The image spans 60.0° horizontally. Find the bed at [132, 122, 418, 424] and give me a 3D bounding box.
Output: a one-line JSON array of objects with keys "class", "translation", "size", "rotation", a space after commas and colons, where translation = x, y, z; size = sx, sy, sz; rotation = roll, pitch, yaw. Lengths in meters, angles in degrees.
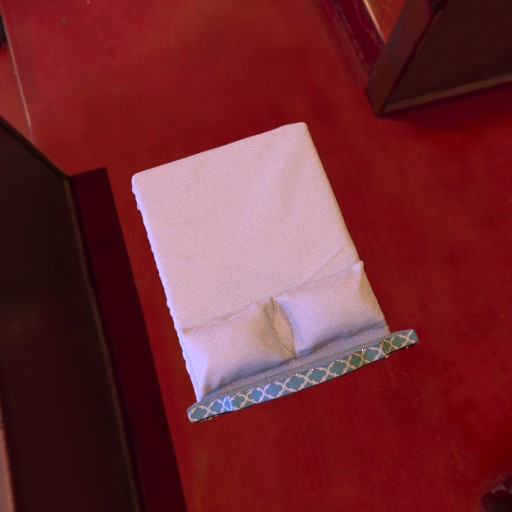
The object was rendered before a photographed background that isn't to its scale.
[{"class": "bed", "translation": [0.000, 0.000, 3.476], "size": [1.780, 1.633, 2.222], "rotation": [-18, 78, -4]}]
